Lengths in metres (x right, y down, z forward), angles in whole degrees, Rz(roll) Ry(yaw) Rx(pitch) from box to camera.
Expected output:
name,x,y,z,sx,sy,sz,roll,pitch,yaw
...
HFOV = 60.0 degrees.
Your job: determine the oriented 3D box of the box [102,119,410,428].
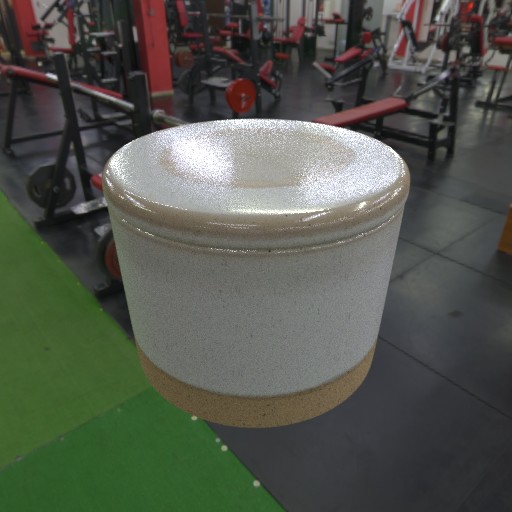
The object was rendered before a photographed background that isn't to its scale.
name,x,y,z,sx,sy,sz,roll,pitch,yaw
box,0.000,0.000,0.259,0.154,0.123,0.154,0,31,0
